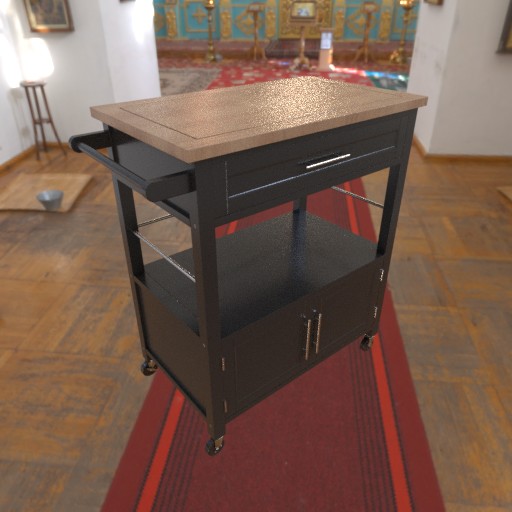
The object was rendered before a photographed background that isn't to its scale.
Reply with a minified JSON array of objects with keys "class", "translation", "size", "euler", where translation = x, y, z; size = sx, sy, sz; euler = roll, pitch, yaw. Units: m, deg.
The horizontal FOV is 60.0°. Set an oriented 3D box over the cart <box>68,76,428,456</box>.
[{"class":"cart","translation":[0.000,0.000,1.356],"size":[0.840,0.901,0.459],"euler":[-23,37,-33]}]
